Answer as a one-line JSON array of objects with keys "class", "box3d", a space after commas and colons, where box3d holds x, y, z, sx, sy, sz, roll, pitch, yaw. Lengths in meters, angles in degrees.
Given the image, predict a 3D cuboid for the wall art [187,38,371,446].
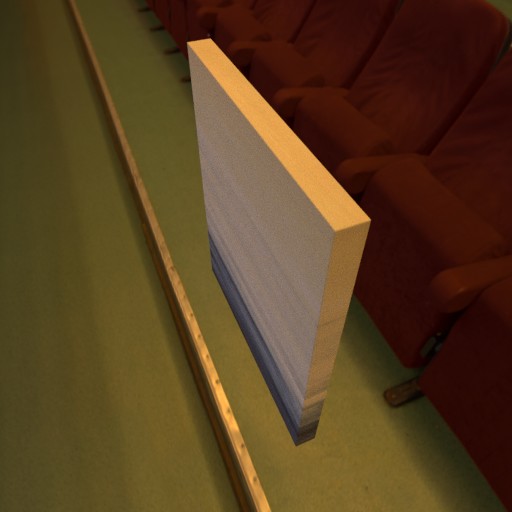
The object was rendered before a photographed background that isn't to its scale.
[{"class": "wall art", "box3d": [0.000, 0.000, 0.710, 0.037, 0.511, 0.435, -17, 50, -15]}]
